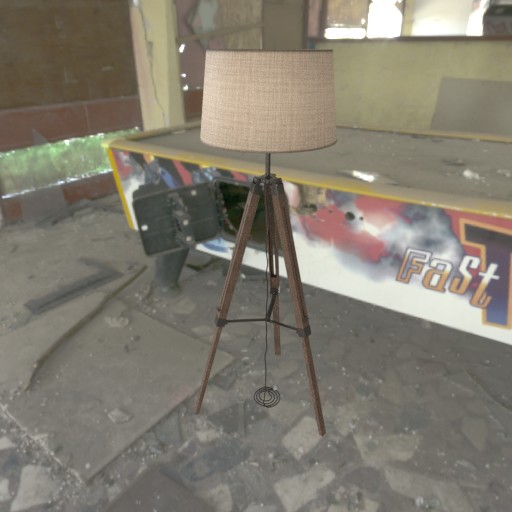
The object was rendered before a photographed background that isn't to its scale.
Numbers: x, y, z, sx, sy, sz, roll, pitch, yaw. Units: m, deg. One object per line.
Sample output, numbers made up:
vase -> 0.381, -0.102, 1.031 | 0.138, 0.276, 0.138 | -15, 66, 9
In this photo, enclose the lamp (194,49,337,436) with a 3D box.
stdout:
lamp -> 0.000, 0.000, 1.788 | 0.587, 1.510, 0.604 | -8, 26, -16
